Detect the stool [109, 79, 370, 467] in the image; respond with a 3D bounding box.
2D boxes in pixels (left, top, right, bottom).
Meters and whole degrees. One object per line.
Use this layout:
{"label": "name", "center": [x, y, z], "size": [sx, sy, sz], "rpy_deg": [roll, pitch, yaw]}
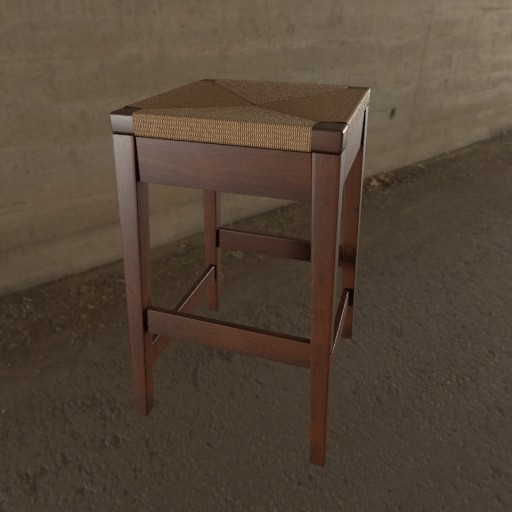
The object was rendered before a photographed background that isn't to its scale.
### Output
{"label": "stool", "center": [0.000, 0.000, 1.112], "size": [0.497, 0.762, 0.507], "rpy_deg": [9, 31, 16]}
